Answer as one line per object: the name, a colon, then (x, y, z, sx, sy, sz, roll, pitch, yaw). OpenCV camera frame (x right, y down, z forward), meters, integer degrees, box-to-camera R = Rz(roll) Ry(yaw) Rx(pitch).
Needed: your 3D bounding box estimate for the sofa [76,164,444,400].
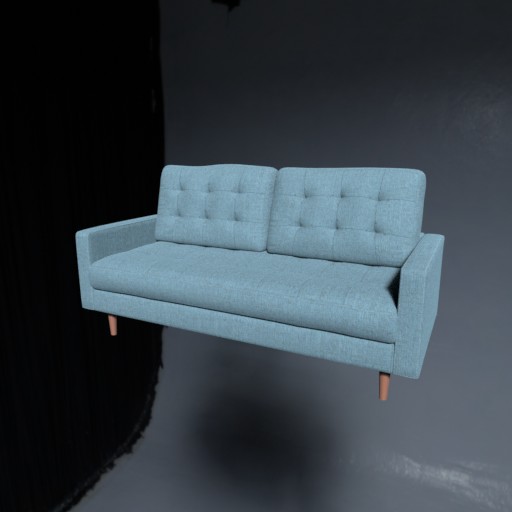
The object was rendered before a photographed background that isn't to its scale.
sofa: (0.000, 0.000, 2.655, 2.010, 1.050, 0.966, 7, 15, 26)
